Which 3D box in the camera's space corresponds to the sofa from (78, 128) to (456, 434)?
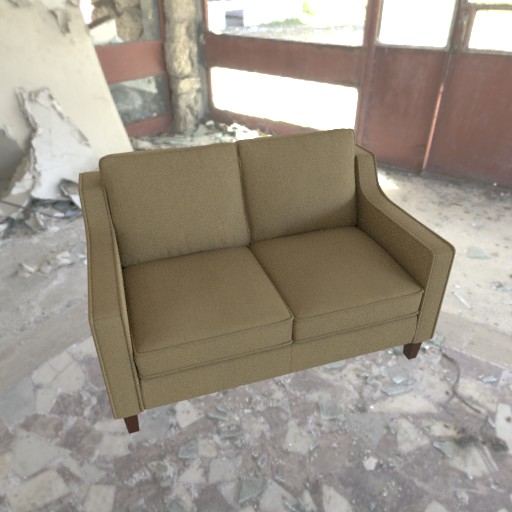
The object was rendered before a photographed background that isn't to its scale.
[{"bbox_3d":[0.000,0.000,2.150,1.501,0.971,0.987,-10,33,-15],"label":"sofa"}]
